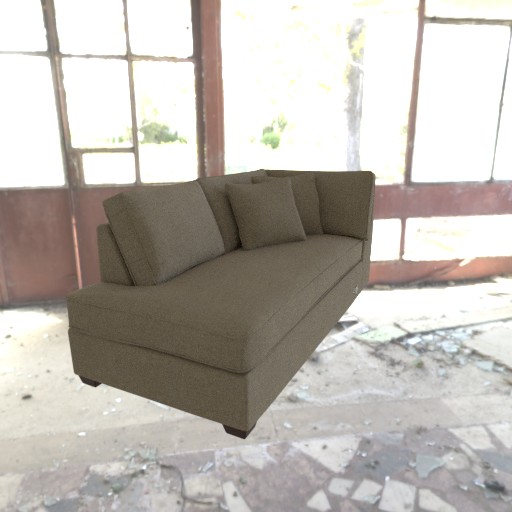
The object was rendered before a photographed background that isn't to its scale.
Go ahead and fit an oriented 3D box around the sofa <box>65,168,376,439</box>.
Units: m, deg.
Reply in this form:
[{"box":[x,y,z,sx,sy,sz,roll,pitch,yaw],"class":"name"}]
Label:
[{"box":[0.000,0.000,2.941,1.110,1.019,2.238,8,18,26],"class":"sofa"}]
